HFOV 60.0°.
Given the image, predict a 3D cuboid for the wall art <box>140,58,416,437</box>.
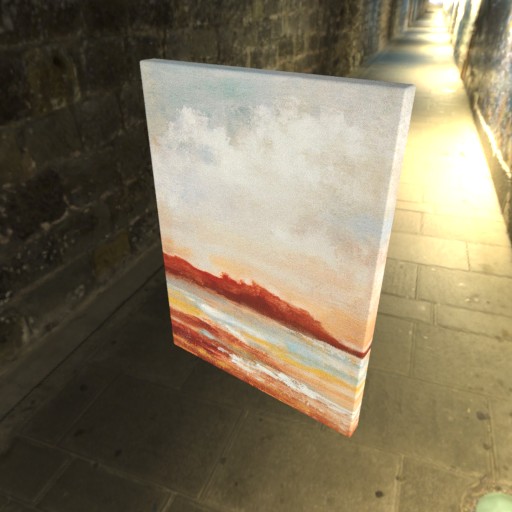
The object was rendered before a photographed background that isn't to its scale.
[{"bbox_3d":[0.000,0.000,0.777,0.443,0.605,0.035,20,36,30],"label":"wall art"}]
